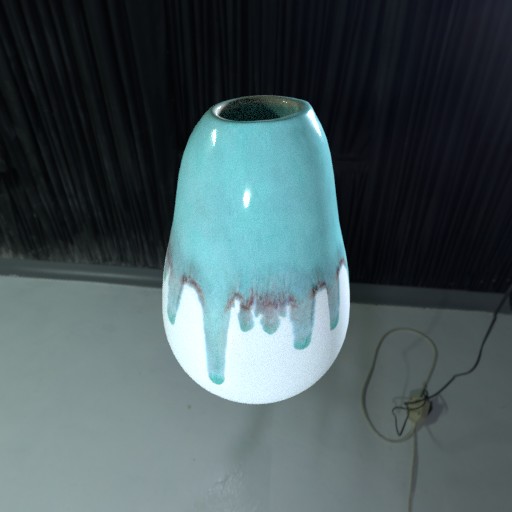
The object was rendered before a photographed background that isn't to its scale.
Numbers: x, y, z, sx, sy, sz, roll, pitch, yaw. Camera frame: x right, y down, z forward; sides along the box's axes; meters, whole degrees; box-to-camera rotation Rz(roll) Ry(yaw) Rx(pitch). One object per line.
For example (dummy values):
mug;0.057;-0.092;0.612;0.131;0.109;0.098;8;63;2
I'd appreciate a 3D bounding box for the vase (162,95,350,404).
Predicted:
vase;0.000;0.000;0.254;0.116;0.179;0.116;0;41;0
